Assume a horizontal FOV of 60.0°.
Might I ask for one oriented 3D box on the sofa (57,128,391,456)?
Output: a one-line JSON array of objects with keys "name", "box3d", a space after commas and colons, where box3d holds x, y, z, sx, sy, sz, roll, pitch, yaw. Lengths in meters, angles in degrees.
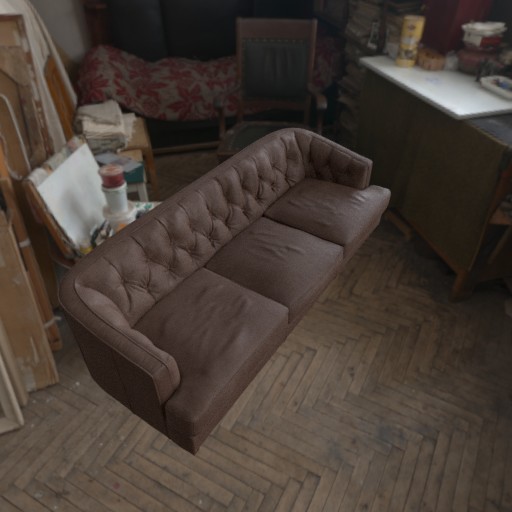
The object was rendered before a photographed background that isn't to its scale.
[{"name": "sofa", "box3d": [0.000, 0.000, 2.735, 0.927, 0.787, 2.227, 24, 46, 26]}]
